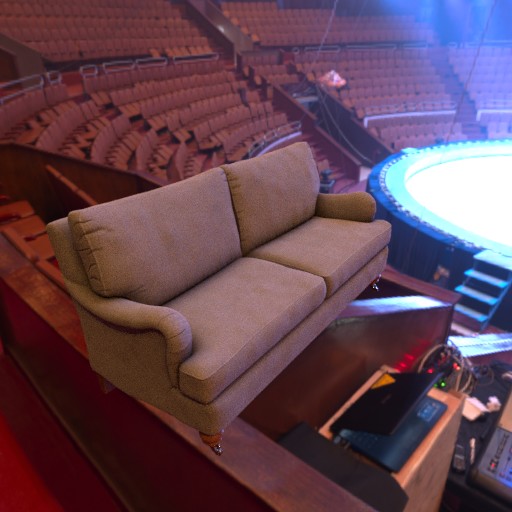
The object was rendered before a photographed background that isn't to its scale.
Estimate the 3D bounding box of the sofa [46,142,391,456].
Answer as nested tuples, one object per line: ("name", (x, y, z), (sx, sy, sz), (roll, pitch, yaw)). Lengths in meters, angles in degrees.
("sofa", (0.000, 0.000, 2.864), (1.069, 1.096, 2.193), (18, 31, 32))
